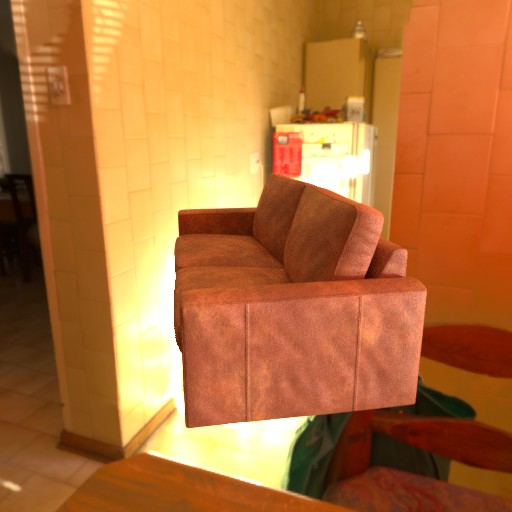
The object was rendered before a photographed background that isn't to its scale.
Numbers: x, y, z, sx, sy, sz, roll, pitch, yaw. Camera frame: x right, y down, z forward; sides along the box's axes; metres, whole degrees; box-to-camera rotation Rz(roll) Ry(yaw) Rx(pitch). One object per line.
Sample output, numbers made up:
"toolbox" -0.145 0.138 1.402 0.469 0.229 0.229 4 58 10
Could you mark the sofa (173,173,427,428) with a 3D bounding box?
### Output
"sofa" 0.000 0.000 2.743 1.016 0.873 2.179 -3 15 -9
